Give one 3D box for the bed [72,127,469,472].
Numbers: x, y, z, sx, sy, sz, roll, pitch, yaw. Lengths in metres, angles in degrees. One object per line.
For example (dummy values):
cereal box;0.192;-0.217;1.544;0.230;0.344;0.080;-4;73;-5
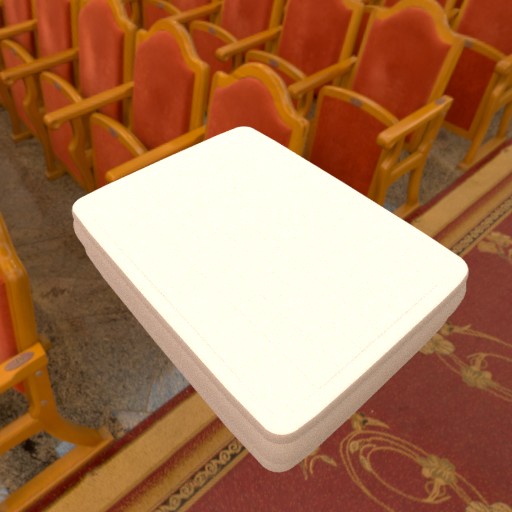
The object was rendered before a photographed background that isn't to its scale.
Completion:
bed;0.000;0.000;2.685;1.520;0.460;2.036;-32;55;-27
